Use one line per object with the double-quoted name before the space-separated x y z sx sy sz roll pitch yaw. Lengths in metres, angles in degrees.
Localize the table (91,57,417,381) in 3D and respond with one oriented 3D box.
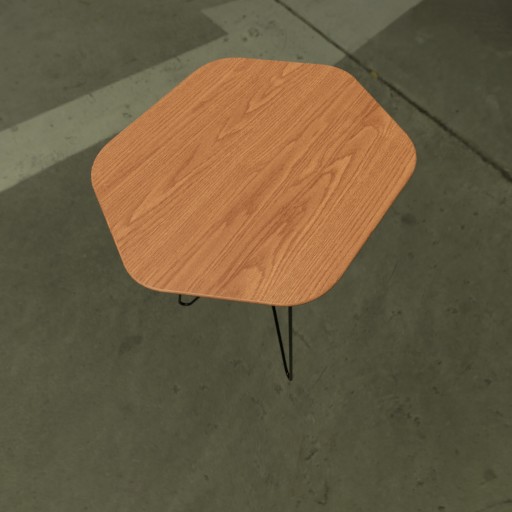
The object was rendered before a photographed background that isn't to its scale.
"table" 0.000 0.000 0.891 0.400 0.562 0.500 32 64 17
